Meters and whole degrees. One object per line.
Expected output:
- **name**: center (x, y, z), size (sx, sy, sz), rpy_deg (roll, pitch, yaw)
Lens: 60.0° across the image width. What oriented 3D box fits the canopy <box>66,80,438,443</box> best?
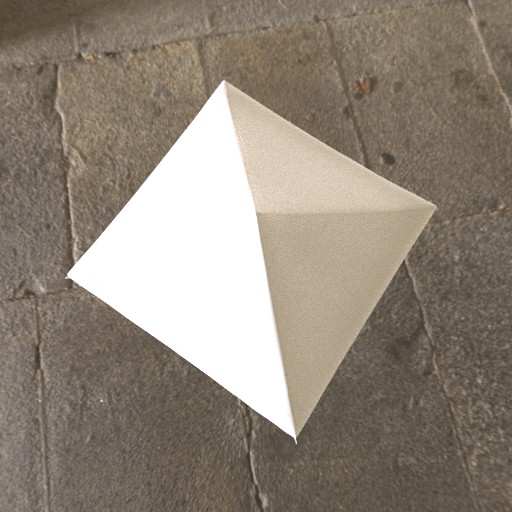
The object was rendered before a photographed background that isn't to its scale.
- **canopy**: center (0.000, 0.000, 5.468), size (2.994, 2.998, 2.996), rpy_deg (33, 77, 8)
